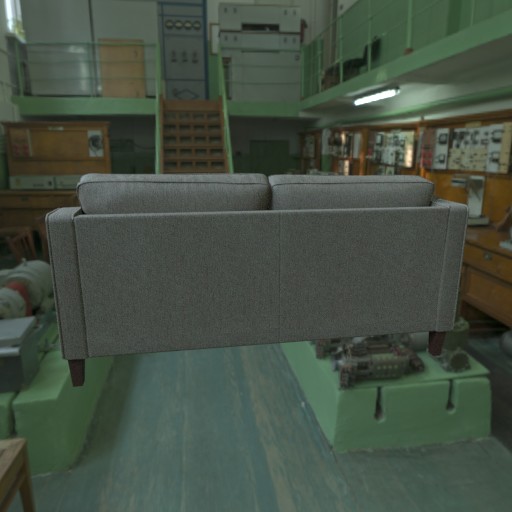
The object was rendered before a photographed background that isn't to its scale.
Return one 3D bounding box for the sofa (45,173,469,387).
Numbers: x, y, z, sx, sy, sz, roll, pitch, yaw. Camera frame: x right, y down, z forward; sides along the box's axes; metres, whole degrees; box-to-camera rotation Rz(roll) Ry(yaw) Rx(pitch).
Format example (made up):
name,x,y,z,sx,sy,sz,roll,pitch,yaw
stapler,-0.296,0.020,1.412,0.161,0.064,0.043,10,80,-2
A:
name,x,y,z,sx,sy,sz,roll,pitch,yaw
sofa,0.000,0.000,2.816,2.181,1.074,1.073,-2,14,-10
